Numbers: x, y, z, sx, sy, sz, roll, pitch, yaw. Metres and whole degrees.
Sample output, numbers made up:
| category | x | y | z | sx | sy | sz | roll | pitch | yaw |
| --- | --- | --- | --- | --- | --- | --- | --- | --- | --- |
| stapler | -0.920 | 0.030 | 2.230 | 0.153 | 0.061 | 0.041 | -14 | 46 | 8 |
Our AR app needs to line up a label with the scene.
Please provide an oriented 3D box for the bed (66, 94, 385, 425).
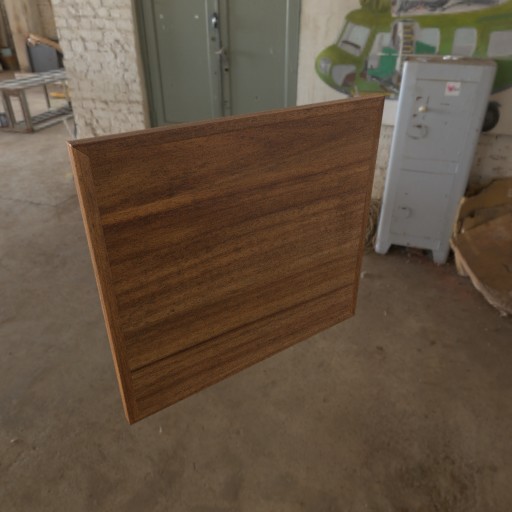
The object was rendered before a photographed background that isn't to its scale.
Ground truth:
| category | x | y | z | sx | sy | sz | roll | pitch | yaw |
| --- | --- | --- | --- | --- | --- | --- | --- | --- | --- |
| bed | 0.000 | 0.000 | 1.505 | 1.041 | 0.940 | 0.043 | -19 | 35 | -29 |
